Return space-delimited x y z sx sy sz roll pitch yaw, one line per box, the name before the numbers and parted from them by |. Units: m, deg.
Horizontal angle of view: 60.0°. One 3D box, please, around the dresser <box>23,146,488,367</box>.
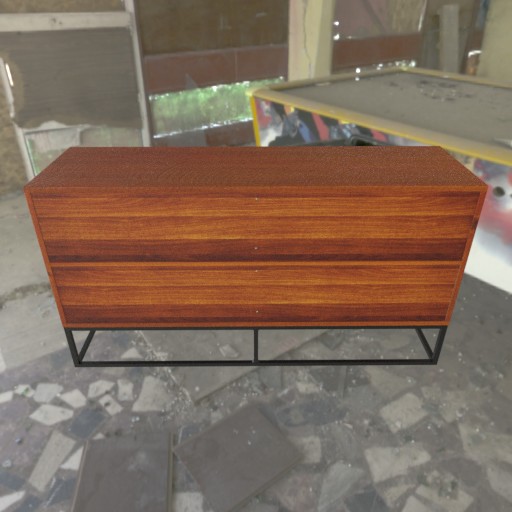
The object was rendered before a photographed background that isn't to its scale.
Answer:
dresser | 0.000 0.000 1.867 1.536 0.810 0.464 0 31 0
